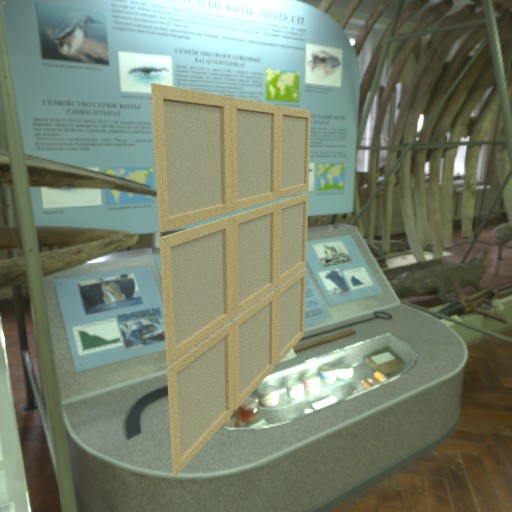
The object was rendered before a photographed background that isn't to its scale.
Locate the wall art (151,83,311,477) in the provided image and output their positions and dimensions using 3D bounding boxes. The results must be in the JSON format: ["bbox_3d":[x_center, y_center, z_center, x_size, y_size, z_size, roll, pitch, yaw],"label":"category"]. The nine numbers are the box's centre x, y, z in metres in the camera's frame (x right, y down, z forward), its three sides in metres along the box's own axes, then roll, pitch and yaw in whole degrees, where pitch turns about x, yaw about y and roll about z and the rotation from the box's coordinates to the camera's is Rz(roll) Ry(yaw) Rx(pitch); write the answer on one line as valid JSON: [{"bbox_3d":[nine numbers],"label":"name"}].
[{"bbox_3d":[0.000,0.000,2.282,0.014,1.507,1.519,7,16,25],"label":"wall art"}]
